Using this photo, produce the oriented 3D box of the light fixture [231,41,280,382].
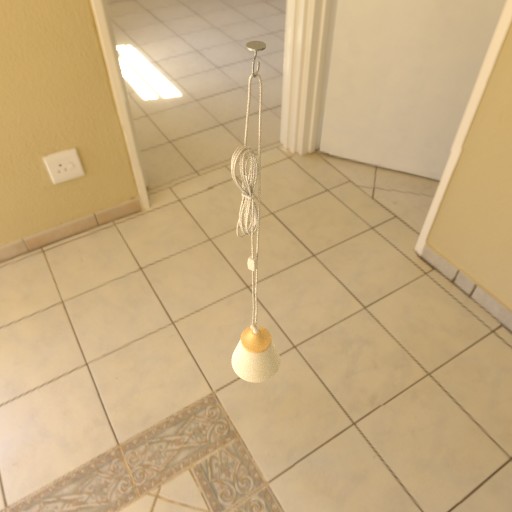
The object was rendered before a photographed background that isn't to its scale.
[{"bbox_3d":[0.000,0.000,1.044,0.153,0.966,0.153,-33,55,-27],"label":"light fixture"}]
